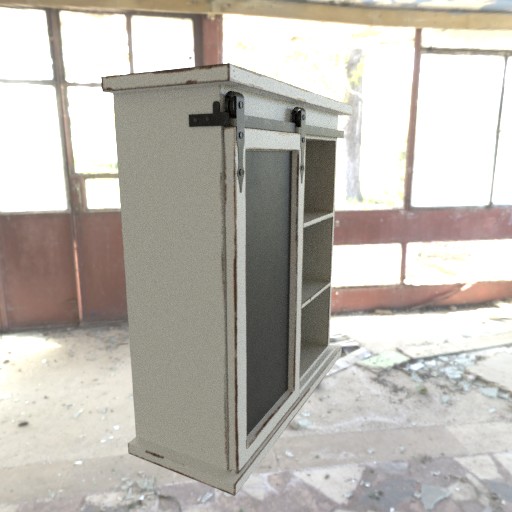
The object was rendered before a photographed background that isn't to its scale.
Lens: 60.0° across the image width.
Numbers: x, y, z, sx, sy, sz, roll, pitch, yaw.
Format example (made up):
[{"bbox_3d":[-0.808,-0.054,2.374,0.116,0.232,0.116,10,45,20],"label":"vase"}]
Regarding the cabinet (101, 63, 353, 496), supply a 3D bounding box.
[{"bbox_3d":[0.000,0.000,0.875,0.210,0.603,0.541,7,14,27],"label":"cabinet"}]
